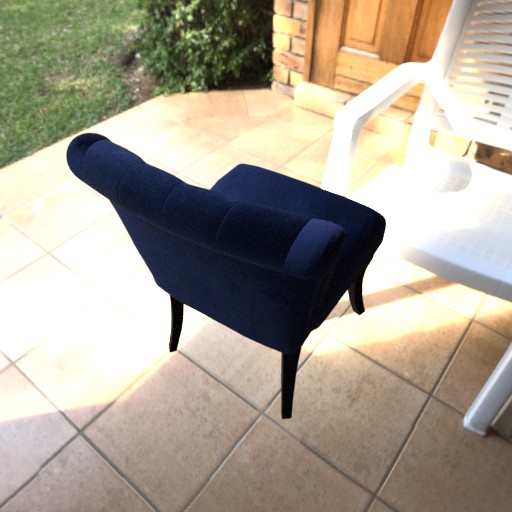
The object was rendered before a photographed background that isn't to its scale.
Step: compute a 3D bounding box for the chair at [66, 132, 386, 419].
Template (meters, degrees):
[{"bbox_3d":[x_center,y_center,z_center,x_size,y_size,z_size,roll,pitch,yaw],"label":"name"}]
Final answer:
[{"bbox_3d":[0.000,0.000,1.167,0.585,0.753,0.606,24,49,23],"label":"chair"}]
